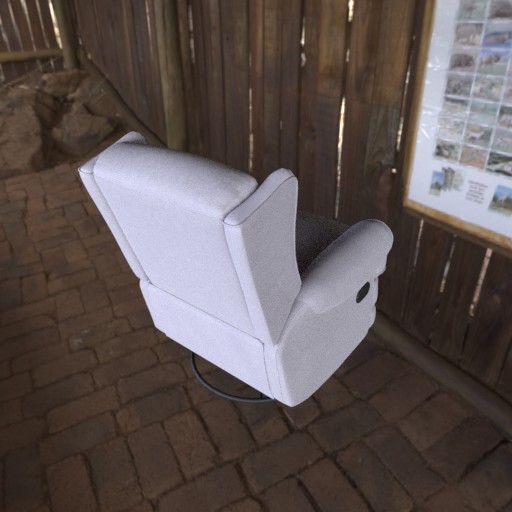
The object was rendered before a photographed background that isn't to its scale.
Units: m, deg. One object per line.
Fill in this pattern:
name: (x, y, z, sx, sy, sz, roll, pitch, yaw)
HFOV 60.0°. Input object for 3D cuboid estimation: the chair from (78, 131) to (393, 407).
chair: (0.000, 0.000, 1.741, 0.847, 1.011, 0.969, 21, 36, 32)
